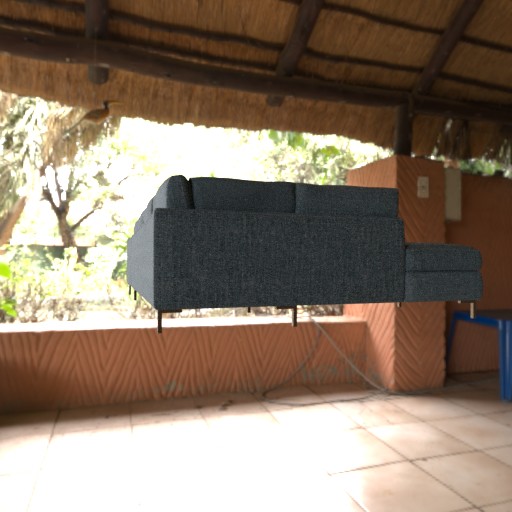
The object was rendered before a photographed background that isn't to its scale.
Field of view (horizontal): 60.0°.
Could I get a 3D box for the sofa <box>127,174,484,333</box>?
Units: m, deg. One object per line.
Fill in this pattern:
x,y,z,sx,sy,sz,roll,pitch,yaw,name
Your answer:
0.000,0.000,3.547,1.879,0.753,2.737,0,-1,-19,sofa
